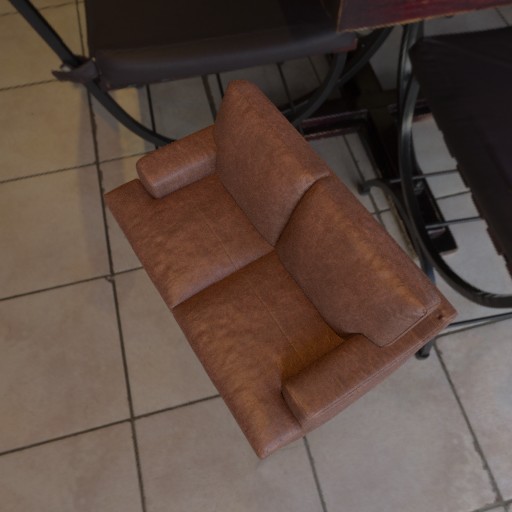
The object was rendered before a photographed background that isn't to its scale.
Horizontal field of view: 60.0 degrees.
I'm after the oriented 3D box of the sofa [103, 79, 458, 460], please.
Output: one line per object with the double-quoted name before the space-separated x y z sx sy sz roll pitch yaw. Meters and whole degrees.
"sofa" 0.000 0.000 2.539 1.143 0.939 1.880 -31 68 -14
